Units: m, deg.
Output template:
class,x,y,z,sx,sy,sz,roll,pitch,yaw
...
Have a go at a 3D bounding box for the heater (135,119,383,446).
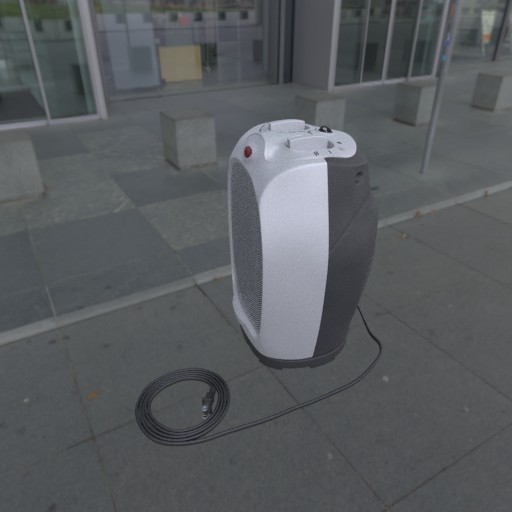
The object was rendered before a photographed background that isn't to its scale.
class,x,y,z,sx,sy,sz,roll,pitch,yaw
heater,0.000,0.000,0.475,0.291,0.255,0.239,-8,31,-13
